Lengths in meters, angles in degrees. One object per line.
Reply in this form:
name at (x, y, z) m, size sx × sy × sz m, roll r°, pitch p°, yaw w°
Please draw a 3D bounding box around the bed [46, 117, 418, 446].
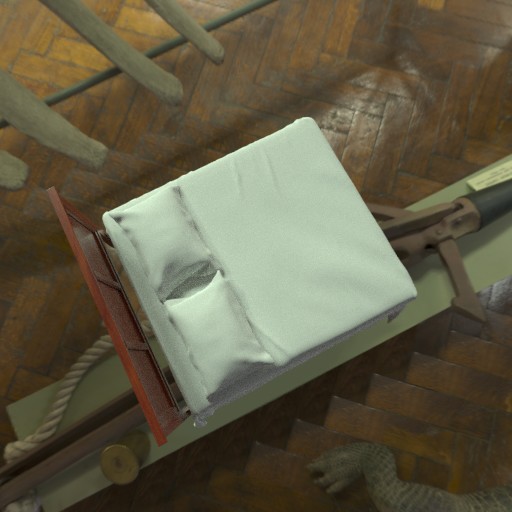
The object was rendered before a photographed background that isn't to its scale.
bed at (0.000, 0.000, 3.262) m, size 2.050 × 1.270 × 1.870 m, roll -27°, pitch 79°, yaw -6°
